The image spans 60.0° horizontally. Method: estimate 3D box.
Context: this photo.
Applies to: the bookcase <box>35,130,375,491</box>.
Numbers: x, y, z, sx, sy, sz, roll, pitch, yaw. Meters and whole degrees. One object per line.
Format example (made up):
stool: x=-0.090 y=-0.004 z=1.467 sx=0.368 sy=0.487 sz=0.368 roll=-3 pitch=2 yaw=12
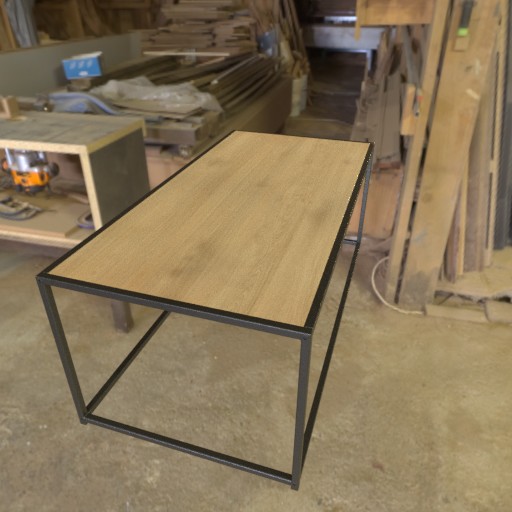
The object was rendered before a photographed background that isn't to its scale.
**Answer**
bookcase: x=0.000 y=0.000 z=1.230 sx=0.500 sy=0.400 sz=1.000 roll=10 pitch=33 yaw=15
